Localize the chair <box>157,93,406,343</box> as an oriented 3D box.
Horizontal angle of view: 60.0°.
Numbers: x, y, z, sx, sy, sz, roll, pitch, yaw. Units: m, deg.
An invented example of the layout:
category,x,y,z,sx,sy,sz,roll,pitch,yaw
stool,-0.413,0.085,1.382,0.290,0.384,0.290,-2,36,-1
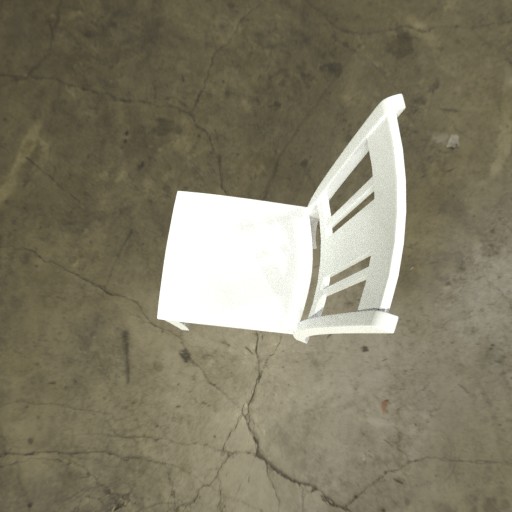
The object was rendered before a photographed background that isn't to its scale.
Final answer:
category,x,y,z,sx,sy,sz,roll,pitch,yaw
chair,0.000,0.000,1.275,0.555,0.998,0.450,6,77,1
